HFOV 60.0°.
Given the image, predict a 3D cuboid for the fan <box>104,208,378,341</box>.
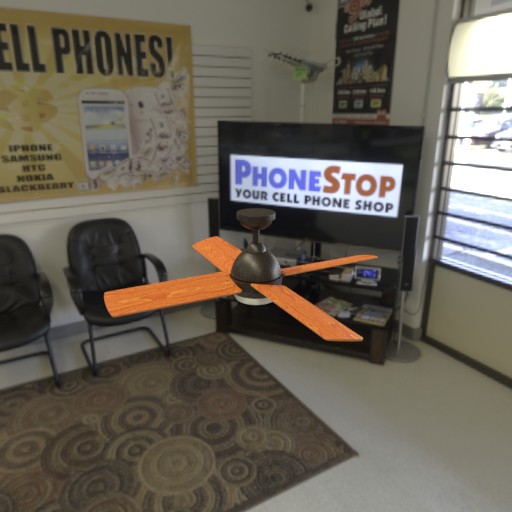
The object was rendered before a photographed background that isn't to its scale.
[{"bbox_3d":[0.000,0.000,2.002,1.332,0.403,1.332,-9,20,-26],"label":"fan"}]
